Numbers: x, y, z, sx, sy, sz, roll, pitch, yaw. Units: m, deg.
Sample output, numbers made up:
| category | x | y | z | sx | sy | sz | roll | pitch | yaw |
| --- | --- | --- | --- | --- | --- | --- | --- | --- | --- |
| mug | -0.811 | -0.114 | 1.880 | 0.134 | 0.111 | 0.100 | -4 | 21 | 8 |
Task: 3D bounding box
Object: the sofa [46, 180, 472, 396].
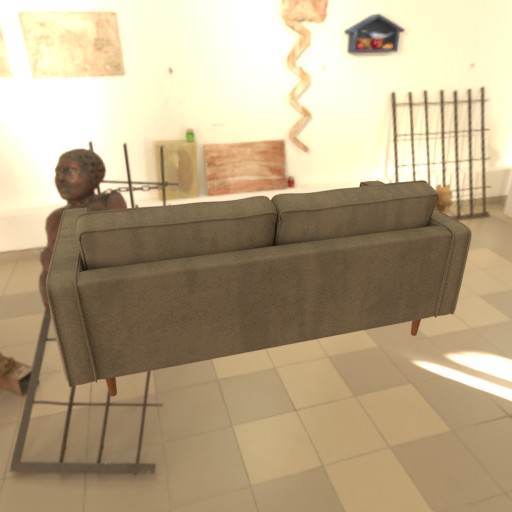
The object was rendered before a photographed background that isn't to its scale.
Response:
| category | x | y | z | sx | sy | sz | roll | pitch | yaw |
| --- | --- | --- | --- | --- | --- | --- | --- | --- | --- |
| sofa | 0.000 | 0.000 | 2.339 | 1.920 | 0.825 | 0.924 | -8 | 27 | -15 |
